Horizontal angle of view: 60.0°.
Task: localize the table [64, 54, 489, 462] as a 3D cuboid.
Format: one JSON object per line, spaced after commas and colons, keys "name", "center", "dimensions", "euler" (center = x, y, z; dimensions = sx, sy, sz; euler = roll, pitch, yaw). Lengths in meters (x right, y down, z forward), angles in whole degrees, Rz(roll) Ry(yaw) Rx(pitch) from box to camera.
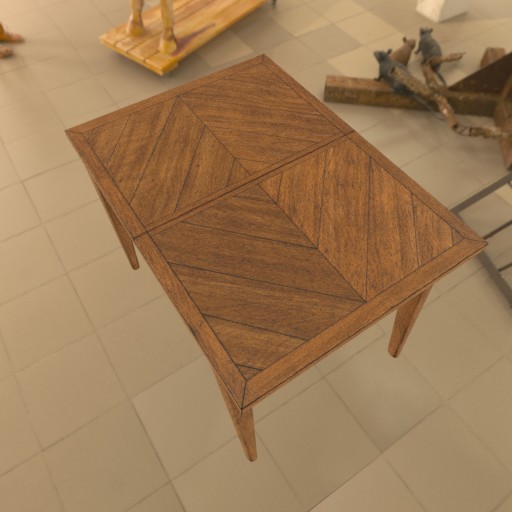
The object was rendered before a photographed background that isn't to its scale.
{"name": "table", "center": [0.000, 0.000, 1.577], "dimensions": [0.757, 0.760, 1.027], "euler": [-29, 61, -18]}
